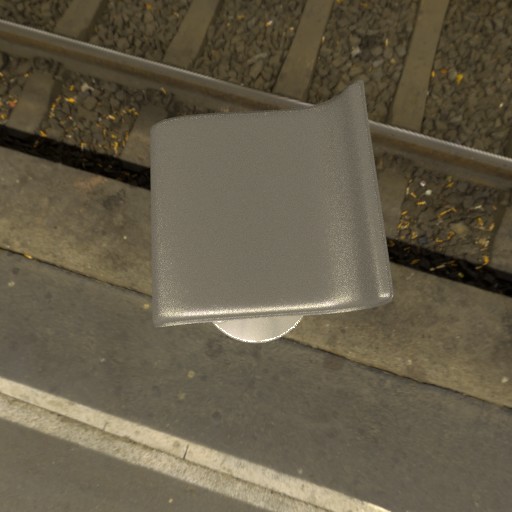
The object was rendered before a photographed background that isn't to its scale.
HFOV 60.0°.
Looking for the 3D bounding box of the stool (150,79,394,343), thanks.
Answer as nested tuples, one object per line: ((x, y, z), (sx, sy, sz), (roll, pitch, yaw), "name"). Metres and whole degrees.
((0.000, 0.000, 1.097), (0.381, 0.851, 0.381), (-4, 76, -1), "stool")
